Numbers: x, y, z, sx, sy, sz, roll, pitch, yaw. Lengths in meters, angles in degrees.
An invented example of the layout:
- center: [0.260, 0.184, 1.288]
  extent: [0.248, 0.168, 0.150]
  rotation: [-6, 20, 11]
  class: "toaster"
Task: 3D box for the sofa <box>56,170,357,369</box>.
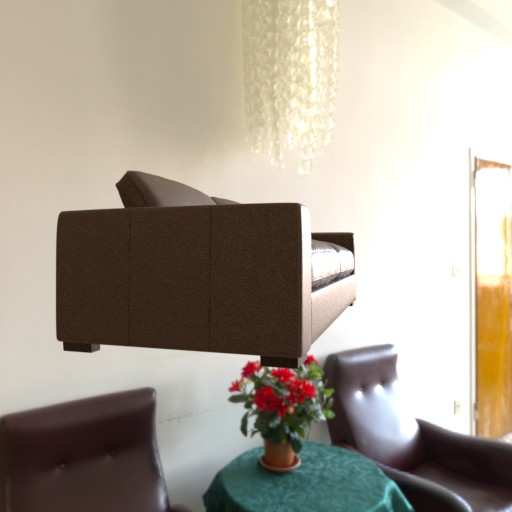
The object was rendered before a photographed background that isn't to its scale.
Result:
- center: [0.000, 0.000, 2.751]
  extent: [1.070, 0.801, 2.262]
  rotation: [0, 0, 18]
  class: "sofa"
